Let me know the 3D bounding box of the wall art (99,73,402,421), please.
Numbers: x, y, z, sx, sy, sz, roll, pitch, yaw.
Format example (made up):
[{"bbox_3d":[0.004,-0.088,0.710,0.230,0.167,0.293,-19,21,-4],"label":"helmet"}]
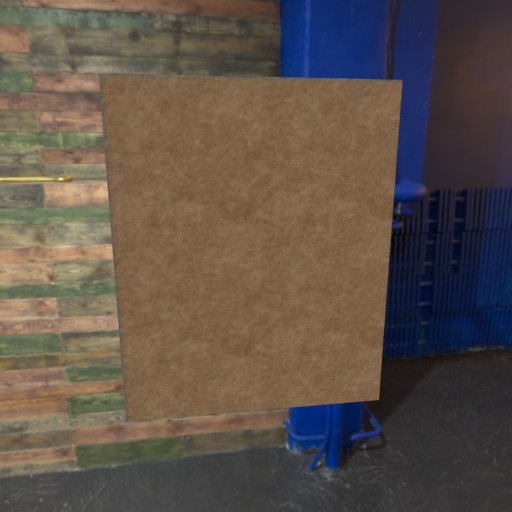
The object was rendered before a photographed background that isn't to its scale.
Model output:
[{"bbox_3d":[0.000,0.000,0.738,0.453,0.554,0.037,-2,14,-8],"label":"wall art"}]
